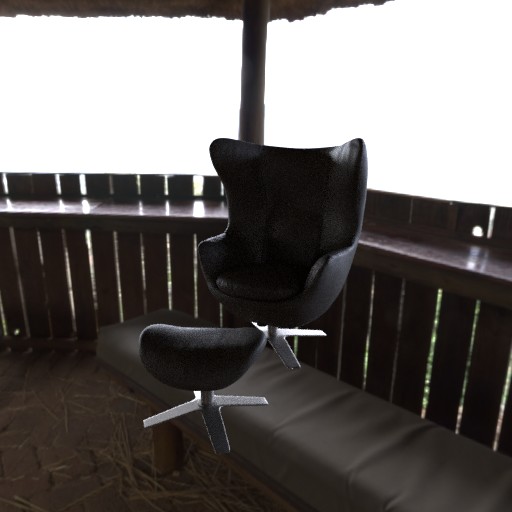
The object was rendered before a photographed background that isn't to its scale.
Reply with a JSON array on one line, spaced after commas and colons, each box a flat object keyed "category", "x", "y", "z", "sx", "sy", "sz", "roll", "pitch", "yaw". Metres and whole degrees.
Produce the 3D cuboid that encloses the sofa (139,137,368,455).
[{"category": "sofa", "x": 0.000, "y": 0.000, "z": 2.204, "sx": 0.894, "sy": 1.135, "sz": 1.444, "roll": 7, "pitch": 17, "yaw": 26}]
